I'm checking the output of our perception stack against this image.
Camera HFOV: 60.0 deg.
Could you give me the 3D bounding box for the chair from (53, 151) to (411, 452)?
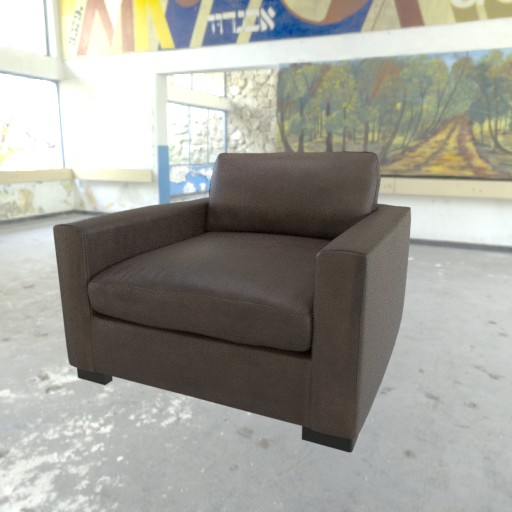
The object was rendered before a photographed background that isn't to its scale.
[{"bbox_3d":[0.000,0.000,1.766,1.100,0.812,1.069,6,15,24],"label":"chair"}]
